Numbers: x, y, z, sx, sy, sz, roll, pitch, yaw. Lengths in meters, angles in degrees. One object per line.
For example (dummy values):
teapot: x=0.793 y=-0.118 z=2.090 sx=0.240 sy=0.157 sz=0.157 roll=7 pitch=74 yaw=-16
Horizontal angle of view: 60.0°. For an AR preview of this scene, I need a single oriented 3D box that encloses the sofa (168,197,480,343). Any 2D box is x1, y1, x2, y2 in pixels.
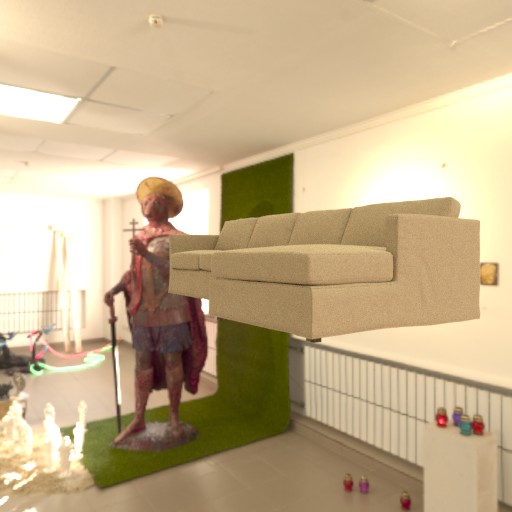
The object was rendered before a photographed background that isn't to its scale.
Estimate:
sofa: x=0.000 y=0.000 z=3.910 sx=1.622 sy=0.867 sz=3.177 roll=0 pitch=0 yaw=-35
